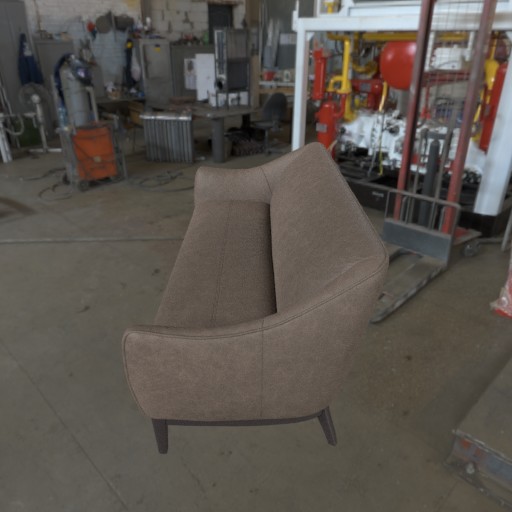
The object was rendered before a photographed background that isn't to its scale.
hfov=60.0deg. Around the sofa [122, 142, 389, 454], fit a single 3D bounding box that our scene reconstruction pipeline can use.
[{"bbox_3d":[0.000,0.000,2.296,0.869,0.831,1.928,0,26,0],"label":"sofa"}]
